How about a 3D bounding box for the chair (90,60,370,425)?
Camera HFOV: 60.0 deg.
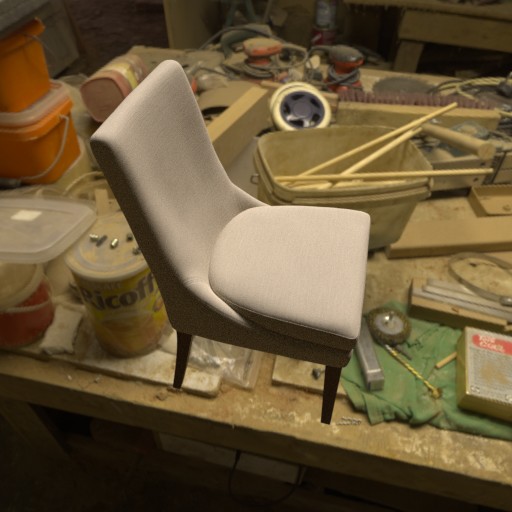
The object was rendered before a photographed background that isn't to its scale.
[{"bbox_3d":[0.000,0.000,1.306,0.638,0.940,0.515,10,47,10],"label":"chair"}]
